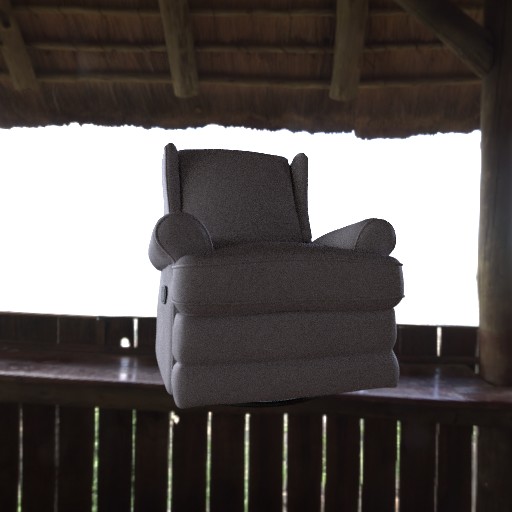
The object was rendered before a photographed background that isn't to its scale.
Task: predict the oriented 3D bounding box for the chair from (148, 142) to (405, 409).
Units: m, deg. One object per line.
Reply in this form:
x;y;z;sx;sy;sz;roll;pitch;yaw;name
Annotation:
0.000;0.000;1.749;0.847;1.011;0.969;0;0;-17;chair
